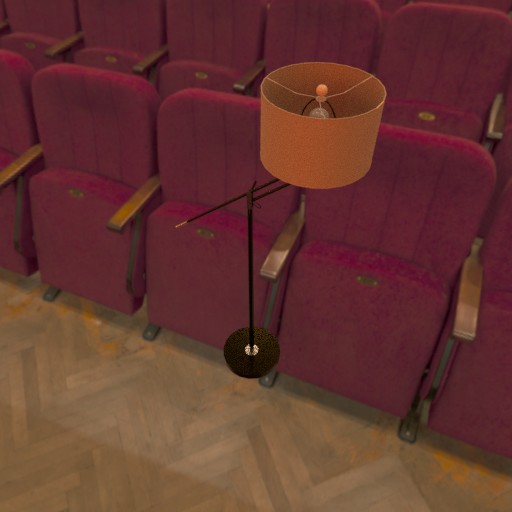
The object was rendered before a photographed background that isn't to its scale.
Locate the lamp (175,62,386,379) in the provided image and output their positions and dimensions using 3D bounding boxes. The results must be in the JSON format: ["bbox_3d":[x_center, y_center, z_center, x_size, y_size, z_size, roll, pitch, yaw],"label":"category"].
[{"bbox_3d":[0.000,0.000,1.970,0.809,1.635,0.373,17,48,16],"label":"lamp"}]
